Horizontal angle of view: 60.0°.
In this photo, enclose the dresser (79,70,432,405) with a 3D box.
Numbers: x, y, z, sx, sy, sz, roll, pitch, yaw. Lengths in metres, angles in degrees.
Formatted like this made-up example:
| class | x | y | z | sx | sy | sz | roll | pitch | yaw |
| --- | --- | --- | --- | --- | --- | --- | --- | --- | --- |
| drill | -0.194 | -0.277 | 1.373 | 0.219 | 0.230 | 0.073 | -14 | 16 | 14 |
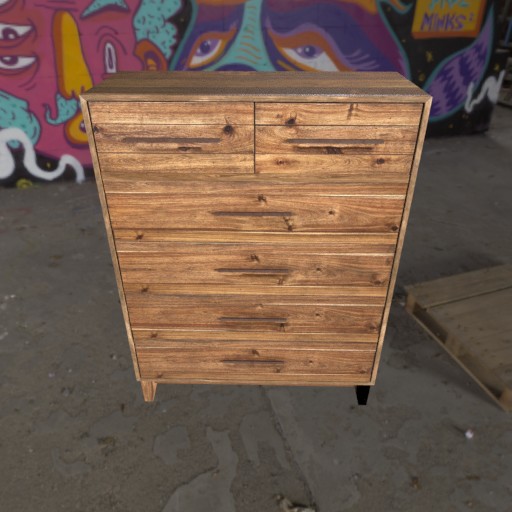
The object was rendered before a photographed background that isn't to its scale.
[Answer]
| class | x | y | z | sx | sy | sz | roll | pitch | yaw |
| --- | --- | --- | --- | --- | --- | --- | --- | --- | --- |
| dresser | 0.000 | 0.000 | 1.876 | 1.062 | 1.393 | 0.442 | 1 | 32 | 1 |
